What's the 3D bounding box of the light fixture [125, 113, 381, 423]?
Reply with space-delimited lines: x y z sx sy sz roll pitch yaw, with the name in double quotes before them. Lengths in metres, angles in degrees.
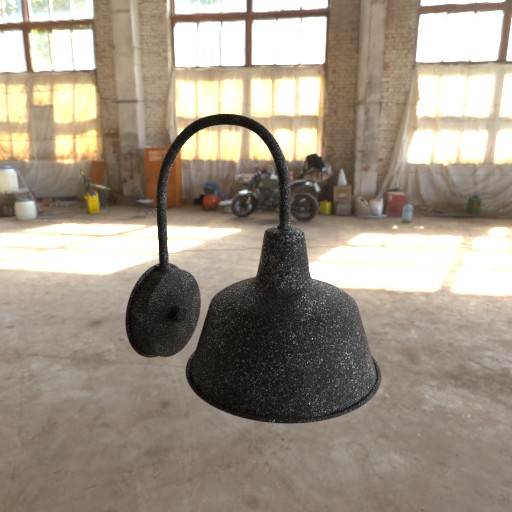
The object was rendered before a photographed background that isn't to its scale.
"light fixture" 0.000 0.000 0.486 0.283 0.300 0.216 8 16 27
